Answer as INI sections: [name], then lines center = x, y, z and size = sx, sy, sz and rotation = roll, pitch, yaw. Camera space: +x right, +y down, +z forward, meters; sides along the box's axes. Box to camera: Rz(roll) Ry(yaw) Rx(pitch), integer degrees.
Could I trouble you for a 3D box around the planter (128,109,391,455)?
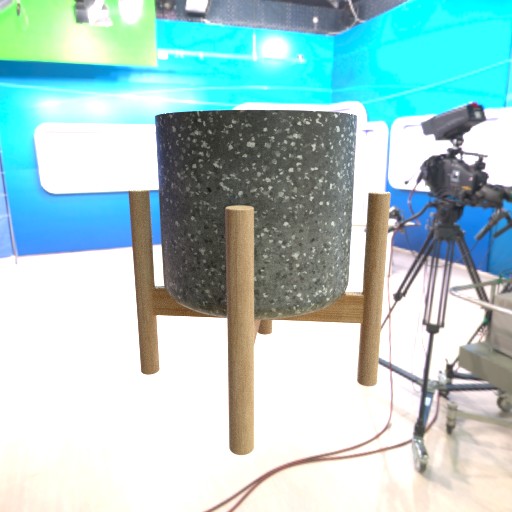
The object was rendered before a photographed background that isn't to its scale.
[planter]
center = 0.000, 0.000, 0.535
size = 0.284, 0.320, 0.284
rotation = 7, 16, 27
